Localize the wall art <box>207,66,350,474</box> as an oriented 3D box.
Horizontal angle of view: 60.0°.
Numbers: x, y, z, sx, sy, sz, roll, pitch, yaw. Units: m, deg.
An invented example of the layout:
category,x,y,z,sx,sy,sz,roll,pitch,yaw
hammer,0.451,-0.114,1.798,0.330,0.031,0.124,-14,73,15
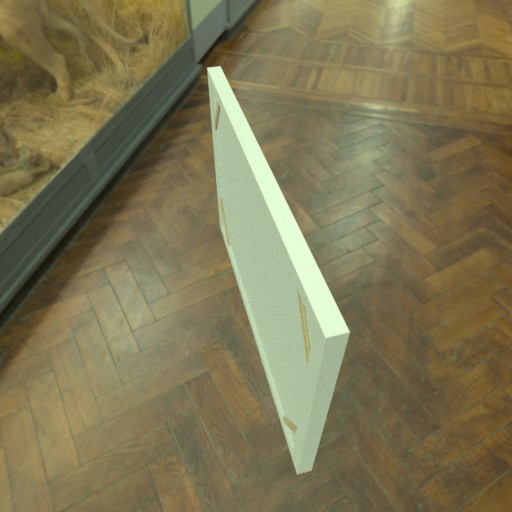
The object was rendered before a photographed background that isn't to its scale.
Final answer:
category,x,y,z,sx,sy,sz,roll,pitch,yaw
wall art,0.000,0.000,1.165,0.038,0.609,0.914,-11,48,-10
